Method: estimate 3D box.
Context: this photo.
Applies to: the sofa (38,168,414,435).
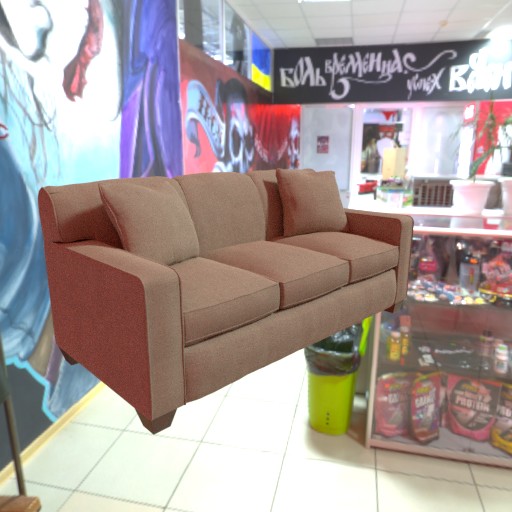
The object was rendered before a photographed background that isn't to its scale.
[{"bbox_3d":[0.000,0.000,2.578,2.024,0.958,0.997,-13,19,-43],"label":"sofa"}]
